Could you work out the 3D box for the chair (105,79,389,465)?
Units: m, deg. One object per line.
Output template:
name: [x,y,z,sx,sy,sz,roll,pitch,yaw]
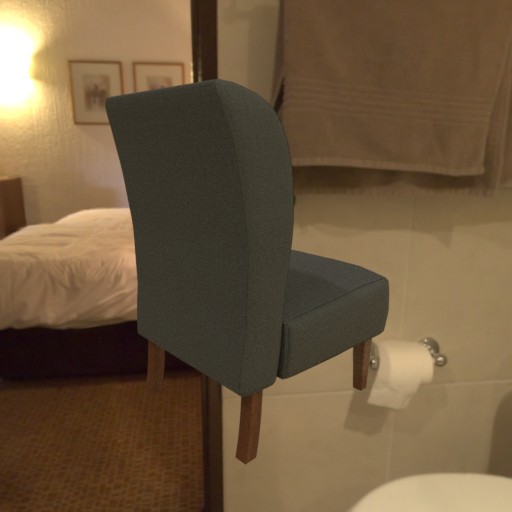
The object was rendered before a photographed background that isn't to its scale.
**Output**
chair: [0.000,0.000,1.193,0.592,0.804,0.513,-13,19,-43]
